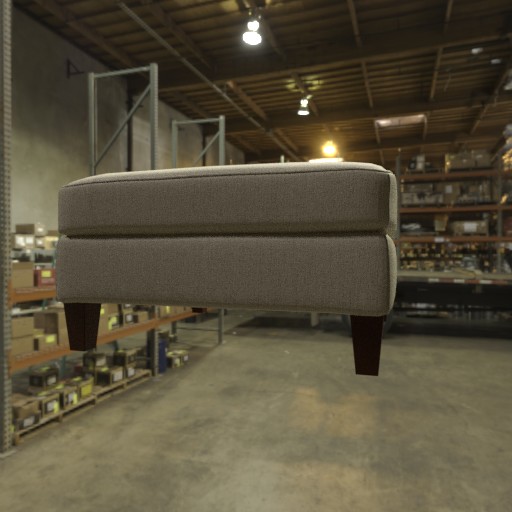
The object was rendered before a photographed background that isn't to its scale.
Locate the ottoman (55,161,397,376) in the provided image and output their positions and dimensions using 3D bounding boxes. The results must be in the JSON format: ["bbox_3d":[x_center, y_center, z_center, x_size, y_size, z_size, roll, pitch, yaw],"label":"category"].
[{"bbox_3d":[0.000,0.000,1.383,0.838,0.478,0.838,0,1,18],"label":"ottoman"}]
